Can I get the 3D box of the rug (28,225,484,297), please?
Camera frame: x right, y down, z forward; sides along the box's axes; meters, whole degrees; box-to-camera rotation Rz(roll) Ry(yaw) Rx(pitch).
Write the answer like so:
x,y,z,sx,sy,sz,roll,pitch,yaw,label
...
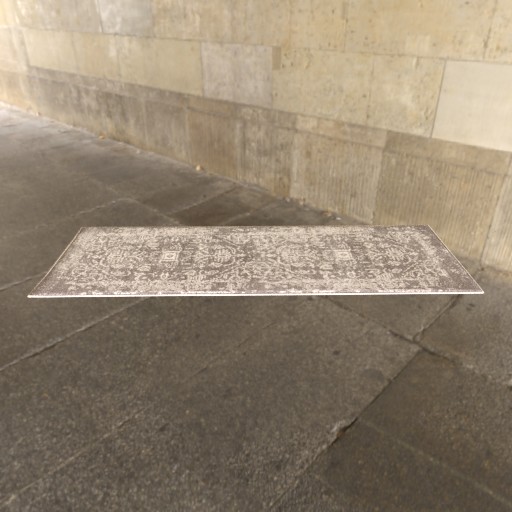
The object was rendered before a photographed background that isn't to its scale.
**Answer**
x,y,z,sx,sy,sz,roll,pitch,yaw,label
0.000,0.000,2.746,2.452,0.017,0.855,0,29,-1,rug
